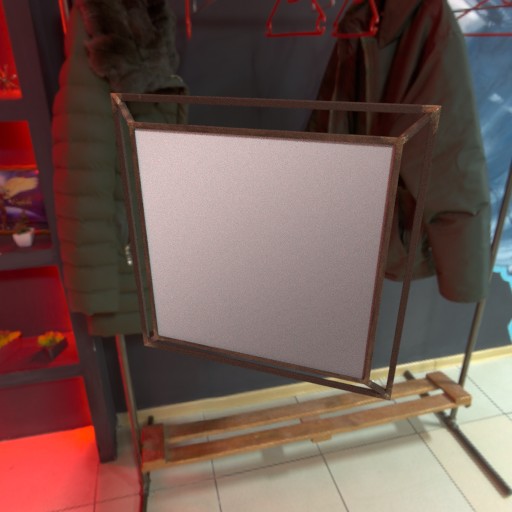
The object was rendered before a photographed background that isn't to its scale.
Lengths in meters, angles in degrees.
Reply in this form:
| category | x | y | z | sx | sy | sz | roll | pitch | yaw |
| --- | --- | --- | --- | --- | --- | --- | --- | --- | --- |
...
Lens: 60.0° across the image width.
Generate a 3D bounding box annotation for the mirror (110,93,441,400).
| category | x | y | z | sx | sy | sz | roll | pitch | yaw |
| --- | --- | --- | --- | --- | --- | --- | --- | --- | --- |
| mirror | 0.000 | 0.000 | 0.911 | 0.610 | 0.610 | 0.032 | 8 | 27 | 17 |
